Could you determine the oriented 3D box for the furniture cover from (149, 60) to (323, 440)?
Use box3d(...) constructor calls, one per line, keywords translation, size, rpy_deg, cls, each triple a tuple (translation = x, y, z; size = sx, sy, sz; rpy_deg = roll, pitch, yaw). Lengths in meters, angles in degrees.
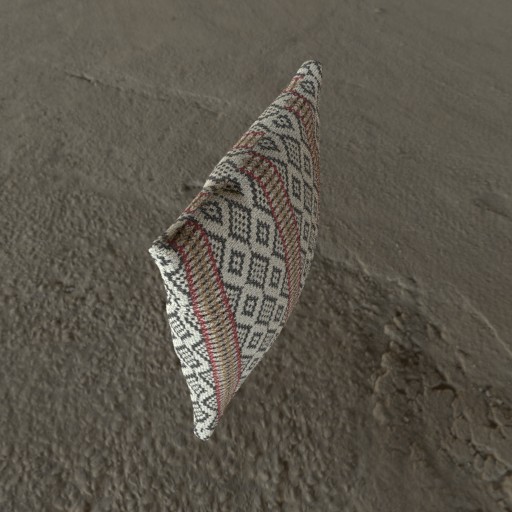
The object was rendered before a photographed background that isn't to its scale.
box3d(translation=(0.000, 0.000, 0.792), size=(0.182, 0.506, 0.503), rpy_deg=(18, 49, 16), cls="furniture cover")
